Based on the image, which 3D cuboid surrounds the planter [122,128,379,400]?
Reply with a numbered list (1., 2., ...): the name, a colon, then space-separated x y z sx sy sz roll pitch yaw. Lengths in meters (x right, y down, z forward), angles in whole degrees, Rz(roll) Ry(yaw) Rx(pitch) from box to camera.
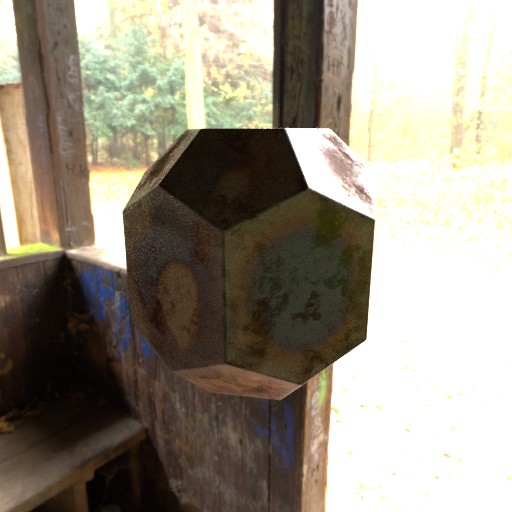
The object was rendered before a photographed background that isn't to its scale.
1. planter: 0.000 0.000 0.432 0.221 0.238 0.243 3 16 10
